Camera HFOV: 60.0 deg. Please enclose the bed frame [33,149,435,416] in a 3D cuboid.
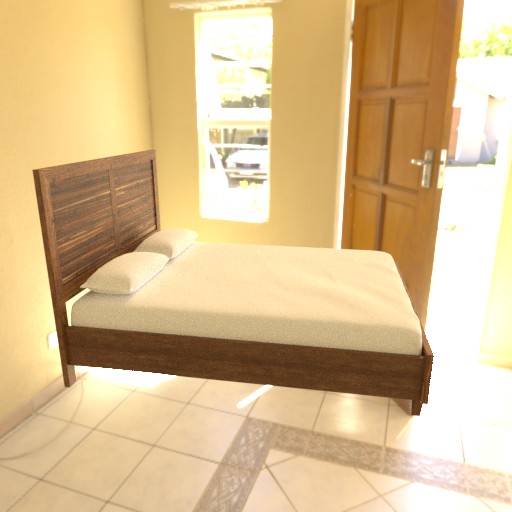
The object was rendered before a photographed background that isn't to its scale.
[{"bbox_3d":[0.000,0.000,3.325,2.276,1.417,1.696,3,18,10],"label":"bed frame"}]
